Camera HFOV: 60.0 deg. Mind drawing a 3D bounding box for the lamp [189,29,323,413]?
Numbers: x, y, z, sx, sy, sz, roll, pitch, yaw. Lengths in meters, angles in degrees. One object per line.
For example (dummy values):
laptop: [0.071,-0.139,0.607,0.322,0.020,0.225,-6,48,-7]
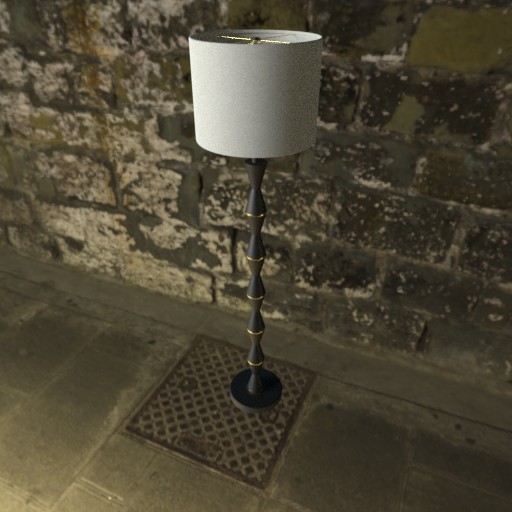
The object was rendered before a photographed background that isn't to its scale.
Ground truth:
lamp: [0.000,0.000,1.656,0.381,1.480,0.381,23,38,31]
